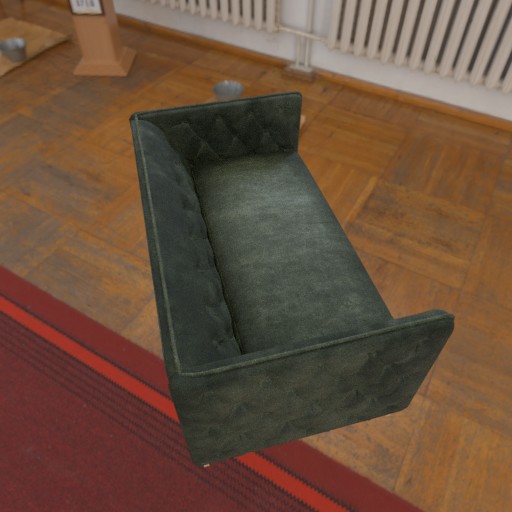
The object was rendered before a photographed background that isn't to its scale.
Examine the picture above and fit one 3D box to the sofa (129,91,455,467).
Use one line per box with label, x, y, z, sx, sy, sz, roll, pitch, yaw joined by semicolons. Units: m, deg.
sofa;0.000;0.000;2.023;0.895;0.768;1.537;-11;49;-10
